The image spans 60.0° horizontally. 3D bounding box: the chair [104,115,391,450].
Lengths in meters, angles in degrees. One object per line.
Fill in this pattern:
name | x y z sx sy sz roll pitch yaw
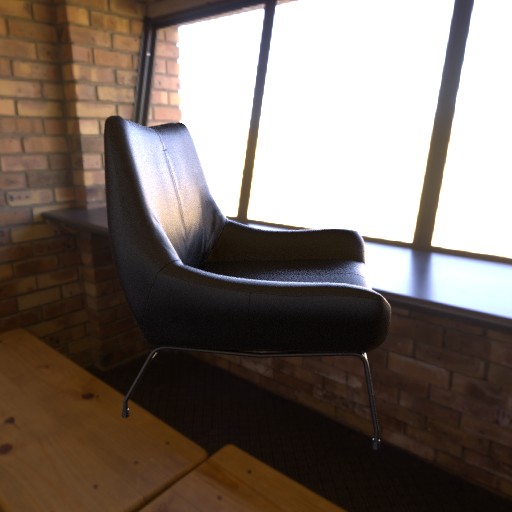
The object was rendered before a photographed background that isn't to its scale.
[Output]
chair | 0.000 0.000 1.557 0.826 0.922 0.836 2 15 8
